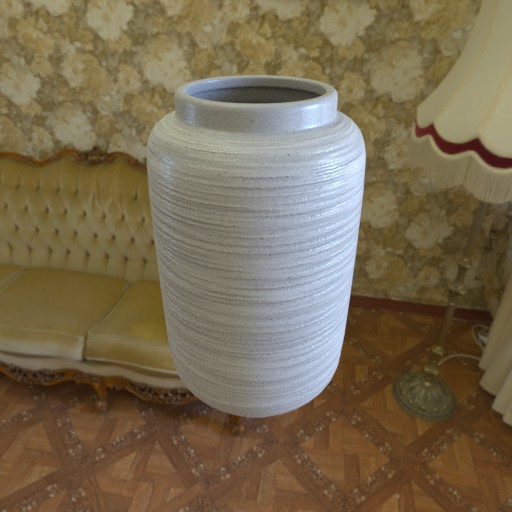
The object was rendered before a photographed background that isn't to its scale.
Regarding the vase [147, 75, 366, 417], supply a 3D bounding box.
[{"bbox_3d":[0.000,0.000,0.465,0.202,0.335,0.202,0,31,0],"label":"vase"}]
